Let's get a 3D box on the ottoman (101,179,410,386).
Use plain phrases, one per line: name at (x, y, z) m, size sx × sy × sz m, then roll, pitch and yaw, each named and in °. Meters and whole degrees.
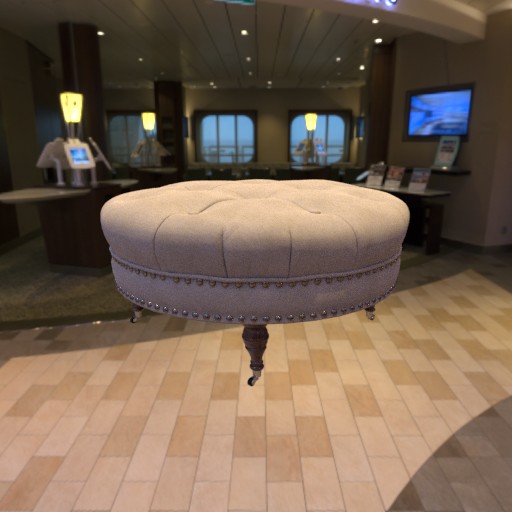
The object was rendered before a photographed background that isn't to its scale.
ottoman at (0.000, 0.000, 1.379) m, size 0.901 × 0.439 × 0.901 m, roll 0°, pitch 15°, yaw 0°
